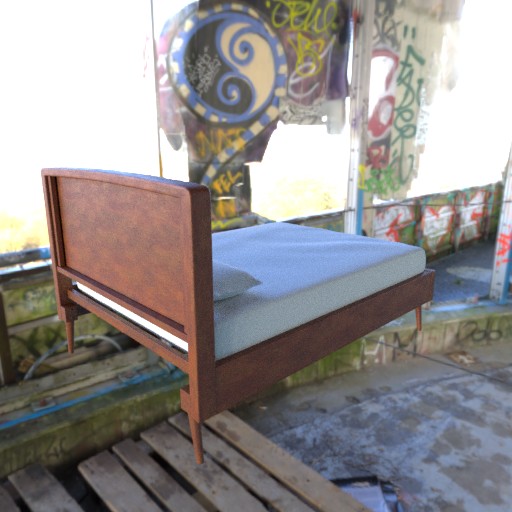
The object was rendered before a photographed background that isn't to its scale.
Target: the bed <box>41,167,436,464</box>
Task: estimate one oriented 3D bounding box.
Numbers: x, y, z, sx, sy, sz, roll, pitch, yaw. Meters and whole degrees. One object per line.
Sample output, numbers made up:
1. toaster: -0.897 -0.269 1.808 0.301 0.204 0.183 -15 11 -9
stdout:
1. bed: 0.000 0.000 3.087 2.196 1.275 1.587 -14 20 -42
